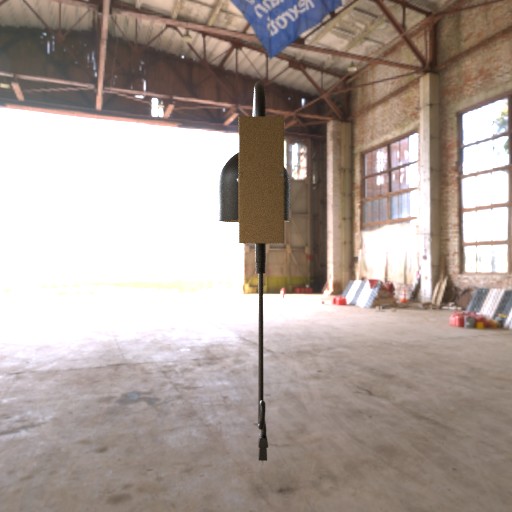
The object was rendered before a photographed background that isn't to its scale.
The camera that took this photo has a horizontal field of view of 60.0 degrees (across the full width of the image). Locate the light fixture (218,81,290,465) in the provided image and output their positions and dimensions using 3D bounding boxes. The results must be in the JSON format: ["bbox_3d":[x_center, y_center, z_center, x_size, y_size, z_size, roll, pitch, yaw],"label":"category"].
[{"bbox_3d":[0.000,0.000,1.070,0.215,0.696,0.720,0,-1,-1],"label":"light fixture"}]
